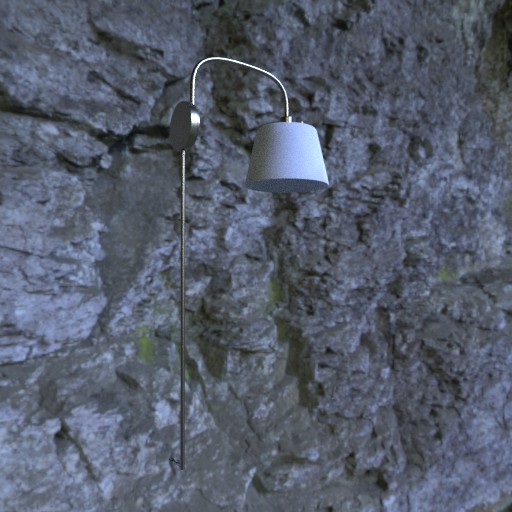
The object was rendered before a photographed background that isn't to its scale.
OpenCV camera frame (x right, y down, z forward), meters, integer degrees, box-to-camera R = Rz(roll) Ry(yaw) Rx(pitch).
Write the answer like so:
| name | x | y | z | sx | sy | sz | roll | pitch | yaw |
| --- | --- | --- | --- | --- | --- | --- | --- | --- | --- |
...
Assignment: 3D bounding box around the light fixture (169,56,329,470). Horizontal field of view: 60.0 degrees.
| name | x | y | z | sx | sy | sz | roll | pitch | yaw |
| --- | --- | --- | --- | --- | --- | --- | --- | --- | --- |
| light fixture | 0.000 | 0.000 | 0.465 | 0.176 | 0.399 | 0.092 | 0 | -1 | -36 |
